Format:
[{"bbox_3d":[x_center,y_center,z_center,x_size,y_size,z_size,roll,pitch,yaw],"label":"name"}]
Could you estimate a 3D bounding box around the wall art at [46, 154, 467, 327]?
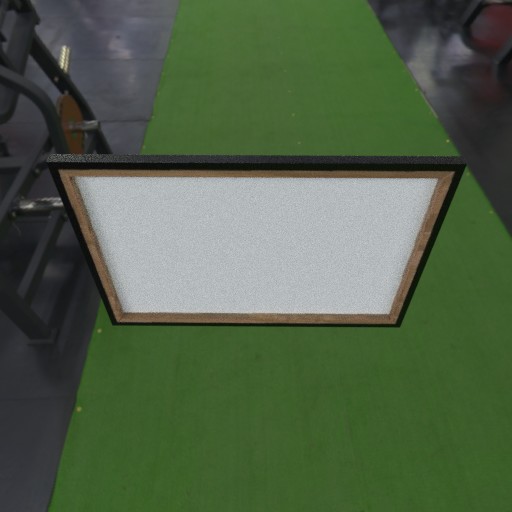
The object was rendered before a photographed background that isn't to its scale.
[{"bbox_3d":[0.000,0.000,0.861,0.659,0.446,0.022,0,46,0],"label":"wall art"}]
